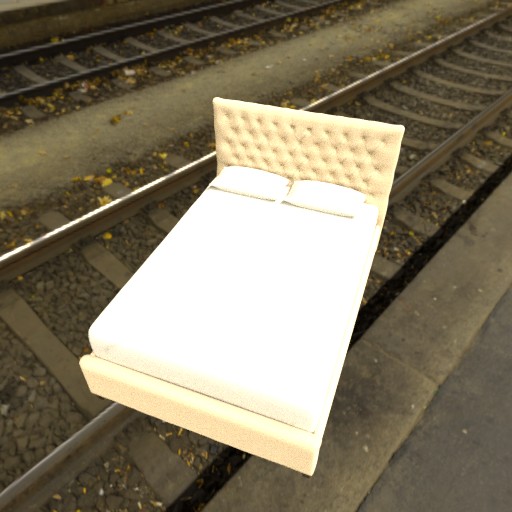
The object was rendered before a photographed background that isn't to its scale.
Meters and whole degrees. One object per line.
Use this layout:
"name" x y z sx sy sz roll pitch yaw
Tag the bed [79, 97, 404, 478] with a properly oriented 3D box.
"bed" 0.000 0.000 3.433 1.698 1.427 2.387 14 43 16
